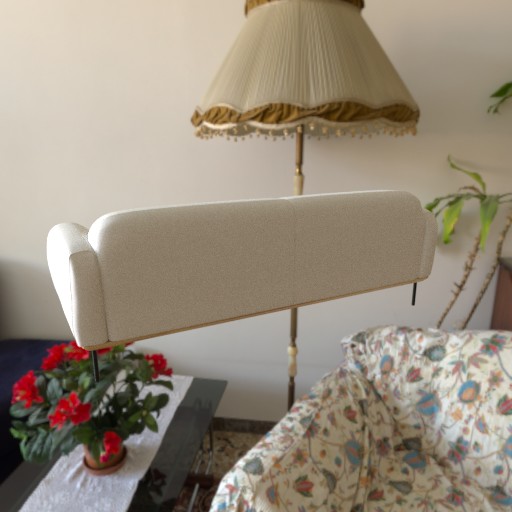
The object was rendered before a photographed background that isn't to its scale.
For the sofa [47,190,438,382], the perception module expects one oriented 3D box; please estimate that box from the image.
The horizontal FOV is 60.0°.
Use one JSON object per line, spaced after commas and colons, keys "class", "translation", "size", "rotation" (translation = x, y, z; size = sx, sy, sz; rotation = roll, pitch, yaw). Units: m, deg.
{"class": "sofa", "translation": [0.000, 0.000, 2.684], "size": [2.257, 0.780, 0.880], "rotation": [-8, 17, -27]}
